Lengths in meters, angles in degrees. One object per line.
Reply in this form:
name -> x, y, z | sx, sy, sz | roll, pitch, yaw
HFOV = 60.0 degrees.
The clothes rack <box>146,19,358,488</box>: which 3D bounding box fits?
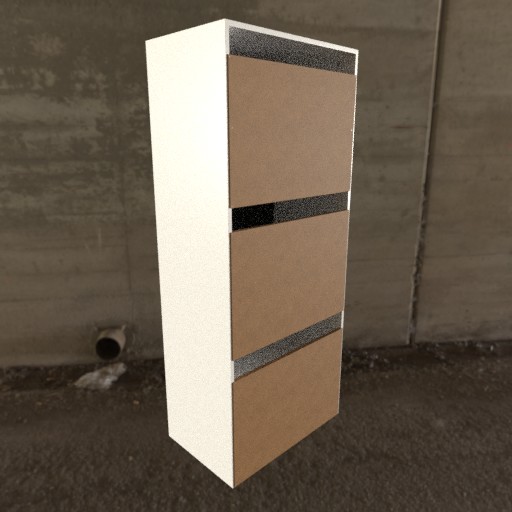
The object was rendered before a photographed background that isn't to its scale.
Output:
clothes rack -> 0.000, 0.000, 1.364 | 0.500, 1.187, 0.330 | -14, 21, -42
